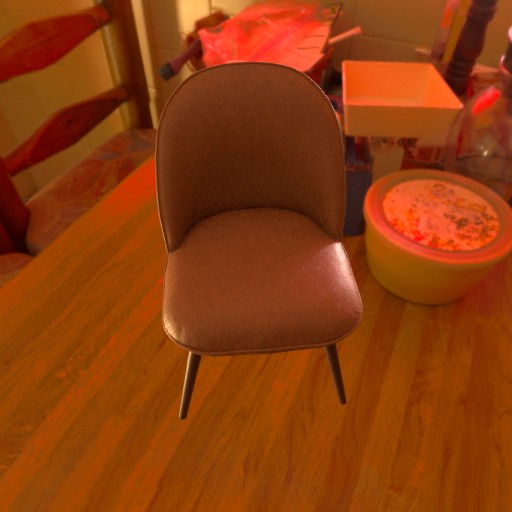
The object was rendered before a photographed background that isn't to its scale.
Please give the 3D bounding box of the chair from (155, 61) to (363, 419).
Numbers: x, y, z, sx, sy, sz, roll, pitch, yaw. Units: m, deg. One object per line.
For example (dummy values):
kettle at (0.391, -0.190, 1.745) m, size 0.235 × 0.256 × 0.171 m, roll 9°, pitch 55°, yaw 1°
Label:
chair at (0.000, 0.000, 1.246) m, size 0.521 × 0.831 × 0.631 m, roll -4°, pitch 46°, yaw -4°
